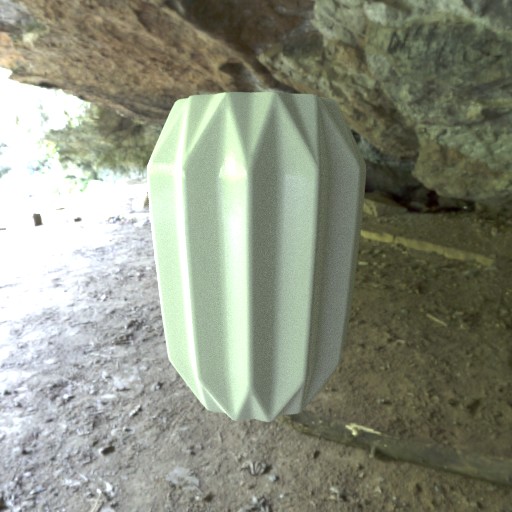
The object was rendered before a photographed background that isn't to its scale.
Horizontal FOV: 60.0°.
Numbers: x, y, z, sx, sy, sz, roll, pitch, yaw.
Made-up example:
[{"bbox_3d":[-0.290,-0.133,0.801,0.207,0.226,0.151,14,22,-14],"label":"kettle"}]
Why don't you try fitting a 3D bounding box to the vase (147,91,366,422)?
[{"bbox_3d":[0.000,0.000,0.414,0.195,0.275,0.195,0,13,0],"label":"vase"}]
